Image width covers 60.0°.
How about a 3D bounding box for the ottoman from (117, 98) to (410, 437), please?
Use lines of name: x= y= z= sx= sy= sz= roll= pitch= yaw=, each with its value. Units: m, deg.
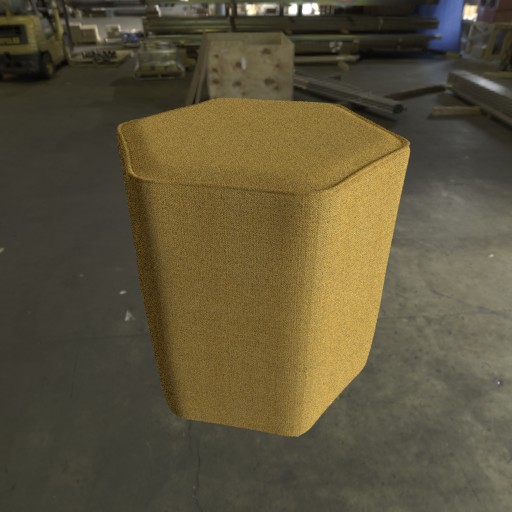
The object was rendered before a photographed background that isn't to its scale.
ottoman: x=0.000 y=0.000 z=0.858 sx=0.443 sy=0.502 sz=0.494 roll=-11 pitch=35 yaw=-16
